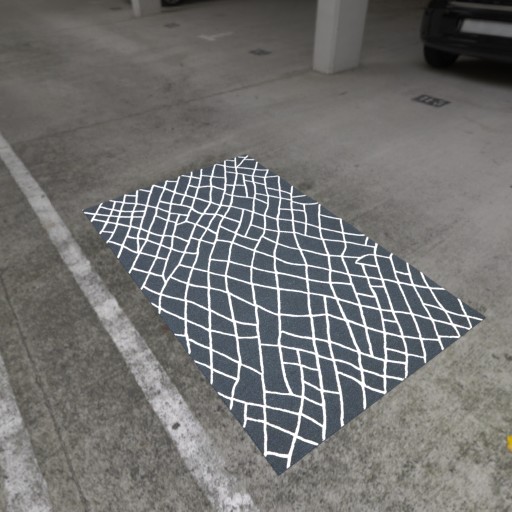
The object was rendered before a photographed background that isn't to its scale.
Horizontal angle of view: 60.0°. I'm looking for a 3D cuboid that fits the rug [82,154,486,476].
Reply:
[{"bbox_3d":[0.000,0.000,2.979,1.529,0.017,2.448,-25,47,-26],"label":"rug"}]
